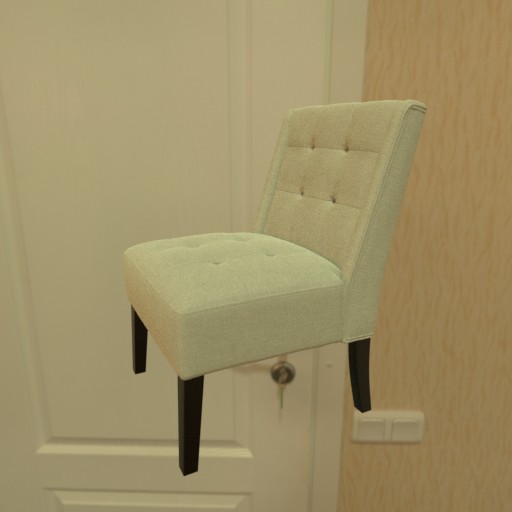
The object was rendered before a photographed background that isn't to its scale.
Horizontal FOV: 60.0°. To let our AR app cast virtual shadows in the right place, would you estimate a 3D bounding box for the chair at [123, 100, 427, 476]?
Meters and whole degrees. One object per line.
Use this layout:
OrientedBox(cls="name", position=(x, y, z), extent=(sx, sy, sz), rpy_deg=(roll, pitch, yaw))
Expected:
OrientedBox(cls="chair", position=(0.000, 0.000, 1.286), extent=(0.676, 0.853, 0.569), rpy_deg=(-8, 18, -26))
